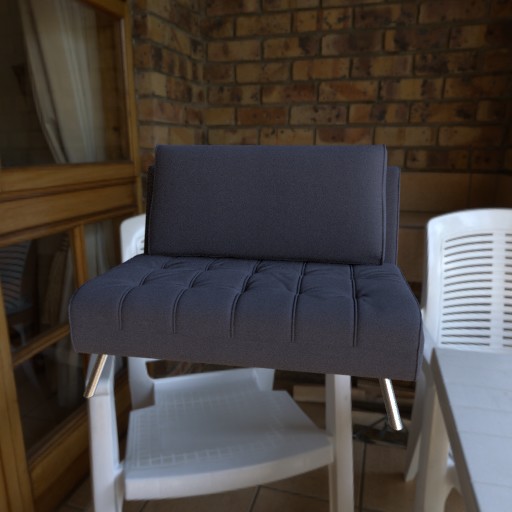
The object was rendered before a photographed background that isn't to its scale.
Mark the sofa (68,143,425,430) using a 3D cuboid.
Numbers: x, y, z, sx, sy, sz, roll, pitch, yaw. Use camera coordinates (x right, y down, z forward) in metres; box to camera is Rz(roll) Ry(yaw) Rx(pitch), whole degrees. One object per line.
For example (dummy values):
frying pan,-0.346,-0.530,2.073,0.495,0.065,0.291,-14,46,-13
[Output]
sofa,0.000,0.000,1.852,1.220,0.910,0.910,2,14,10
